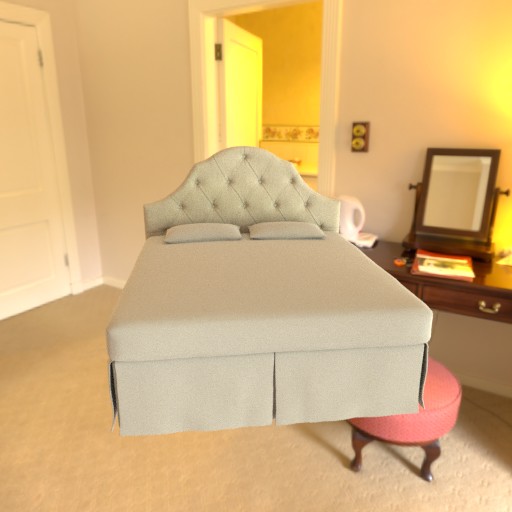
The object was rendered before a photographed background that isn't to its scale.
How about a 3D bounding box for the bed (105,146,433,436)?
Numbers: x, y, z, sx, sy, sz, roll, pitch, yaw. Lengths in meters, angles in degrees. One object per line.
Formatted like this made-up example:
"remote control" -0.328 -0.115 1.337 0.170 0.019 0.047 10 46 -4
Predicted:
"bed" 0.000 0.000 3.437 2.012 1.555 2.086 -2 17 -6
